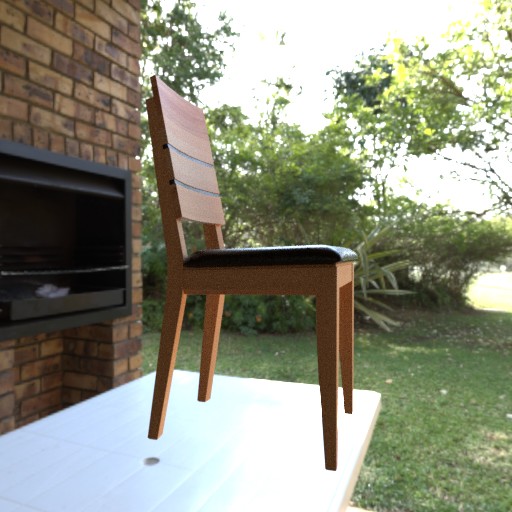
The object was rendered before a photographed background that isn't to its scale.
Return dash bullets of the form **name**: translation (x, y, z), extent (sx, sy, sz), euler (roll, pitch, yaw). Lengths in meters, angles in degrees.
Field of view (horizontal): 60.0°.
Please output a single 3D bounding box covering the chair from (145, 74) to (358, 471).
- **chair**: translation (0.000, 0.000, 1.220), extent (0.520, 0.940, 0.410), euler (0, 0, 18)
